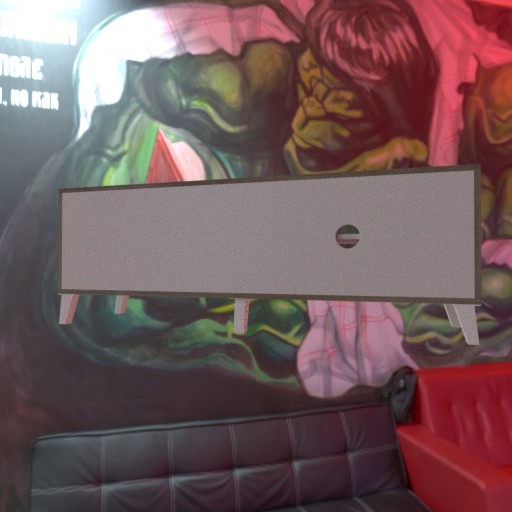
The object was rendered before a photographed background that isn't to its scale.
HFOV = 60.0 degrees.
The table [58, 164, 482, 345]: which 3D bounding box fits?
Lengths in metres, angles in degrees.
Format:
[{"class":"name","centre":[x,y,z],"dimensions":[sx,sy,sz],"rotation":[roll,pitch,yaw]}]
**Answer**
[{"class":"table","centre":[0.000,0.000,1.706],"dimensions":[1.500,0.530,0.400],"rotation":[0,-1,17]}]
